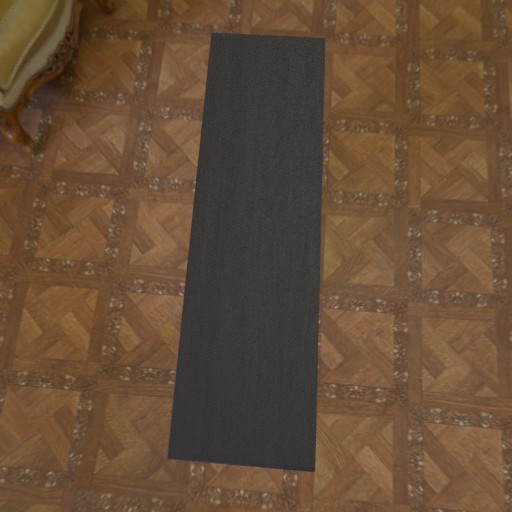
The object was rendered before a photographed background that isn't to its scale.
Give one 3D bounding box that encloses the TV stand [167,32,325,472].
[{"bbox_3d":[0.000,0.000,1.507,0.347,0.681,1.198,3,75,1],"label":"TV stand"}]
